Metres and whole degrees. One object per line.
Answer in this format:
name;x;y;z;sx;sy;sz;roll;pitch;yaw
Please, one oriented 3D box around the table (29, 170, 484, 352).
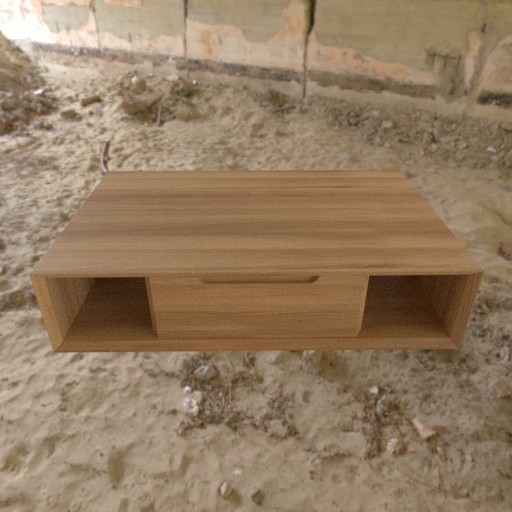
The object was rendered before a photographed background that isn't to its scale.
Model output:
table;0.000;0.000;1.456;1.100;0.330;0.700;0;31;-1
